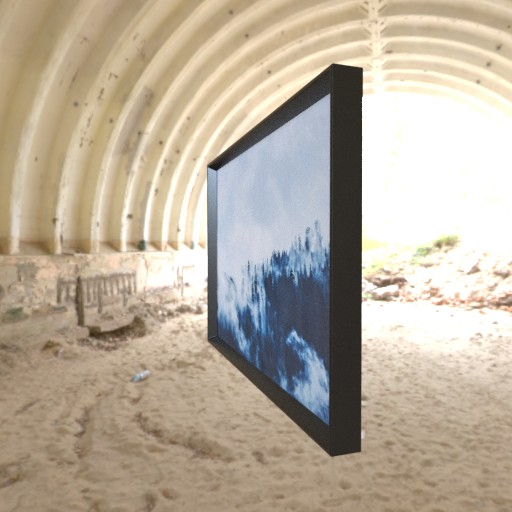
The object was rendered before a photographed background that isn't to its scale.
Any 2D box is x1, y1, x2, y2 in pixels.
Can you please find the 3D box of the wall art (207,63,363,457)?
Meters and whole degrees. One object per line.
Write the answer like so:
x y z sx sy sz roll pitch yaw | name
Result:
0.000 0.000 1.172 0.058 0.640 0.939 0 1 -19 | wall art
